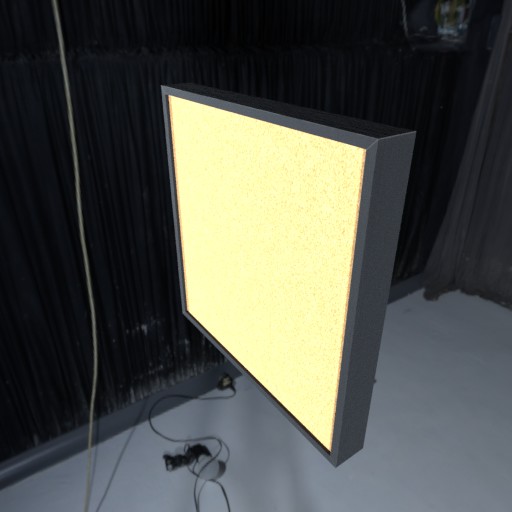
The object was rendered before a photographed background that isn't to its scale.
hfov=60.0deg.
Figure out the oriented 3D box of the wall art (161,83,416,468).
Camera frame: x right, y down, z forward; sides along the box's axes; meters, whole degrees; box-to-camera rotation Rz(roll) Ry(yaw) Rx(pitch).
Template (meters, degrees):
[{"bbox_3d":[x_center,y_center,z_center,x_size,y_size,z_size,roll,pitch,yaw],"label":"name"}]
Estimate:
[{"bbox_3d":[0.000,0.000,0.460,0.037,0.305,0.305,-19,33,-31],"label":"wall art"}]
